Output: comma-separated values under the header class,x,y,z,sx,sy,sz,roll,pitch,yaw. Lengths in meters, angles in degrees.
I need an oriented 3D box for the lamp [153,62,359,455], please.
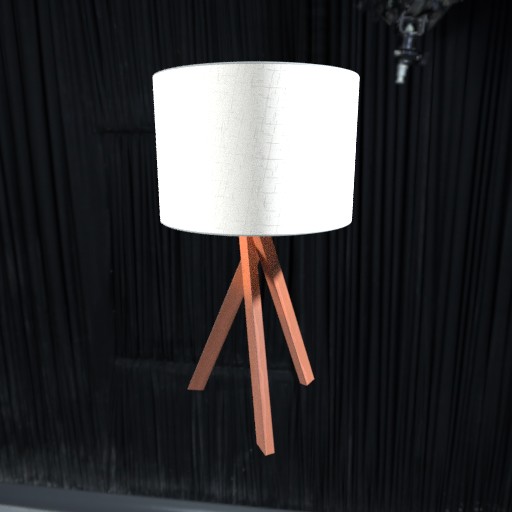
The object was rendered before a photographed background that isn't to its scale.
class,x,y,z,sx,sy,sz,roll,pitch,yaw
lamp,0.000,0.000,0.920,0.380,0.686,0.380,2,14,7
